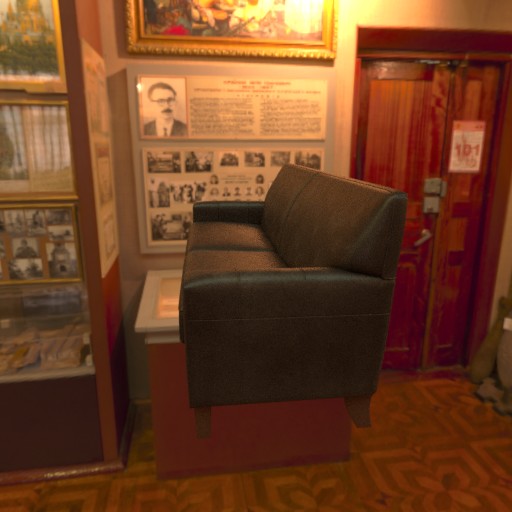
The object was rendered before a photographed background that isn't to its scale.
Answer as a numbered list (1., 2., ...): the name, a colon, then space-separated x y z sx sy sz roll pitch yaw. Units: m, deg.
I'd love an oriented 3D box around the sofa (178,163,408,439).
1. sofa: 0.000 0.000 2.540 0.805 0.947 2.053 -2 15 -7
